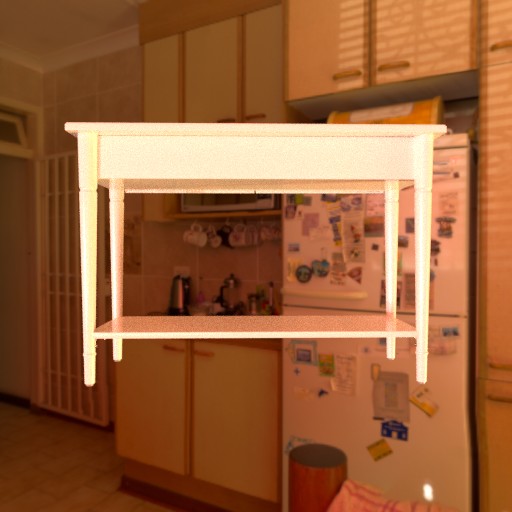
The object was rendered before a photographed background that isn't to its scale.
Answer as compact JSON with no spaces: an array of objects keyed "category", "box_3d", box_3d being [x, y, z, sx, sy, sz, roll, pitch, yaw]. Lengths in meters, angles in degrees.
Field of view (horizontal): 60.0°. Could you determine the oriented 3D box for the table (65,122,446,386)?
[{"category":"table","box_3d":[0.000,0.000,1.436,1.067,0.749,0.381,0,1,-1]}]
